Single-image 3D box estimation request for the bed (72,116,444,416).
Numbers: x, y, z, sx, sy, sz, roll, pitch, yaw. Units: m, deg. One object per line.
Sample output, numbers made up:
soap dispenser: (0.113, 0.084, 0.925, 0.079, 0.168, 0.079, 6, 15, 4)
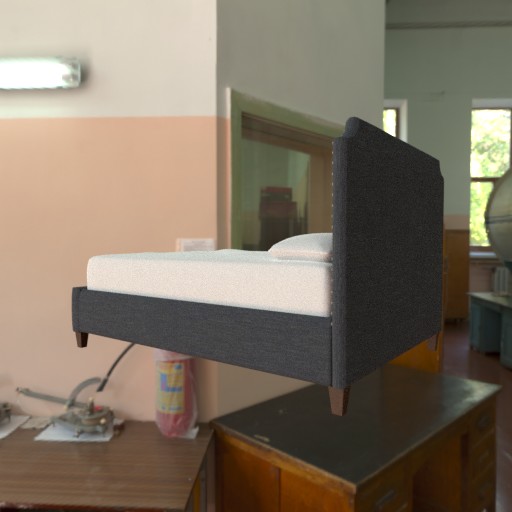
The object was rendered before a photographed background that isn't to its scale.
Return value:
bed: (0.000, 0.000, 3.419, 2.372, 1.443, 1.713, 1, 2, 37)
